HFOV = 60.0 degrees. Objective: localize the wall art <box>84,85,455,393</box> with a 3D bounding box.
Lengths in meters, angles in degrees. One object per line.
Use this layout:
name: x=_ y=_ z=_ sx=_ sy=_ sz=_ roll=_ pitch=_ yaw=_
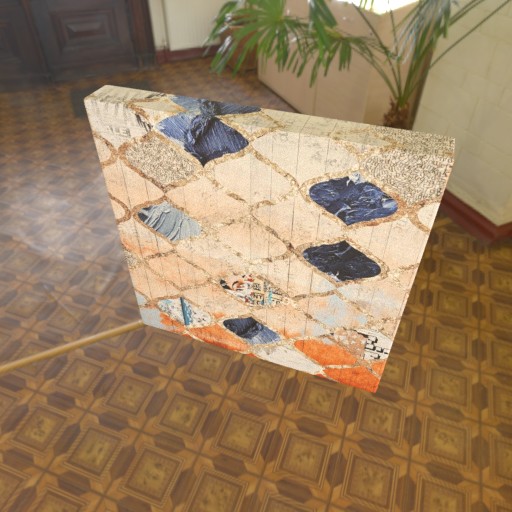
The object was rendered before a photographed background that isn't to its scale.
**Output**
wall art: x=0.000 y=0.000 z=0.457 sx=0.303 sy=0.304 sz=0.036 roll=13 pitch=44 yaw=14
